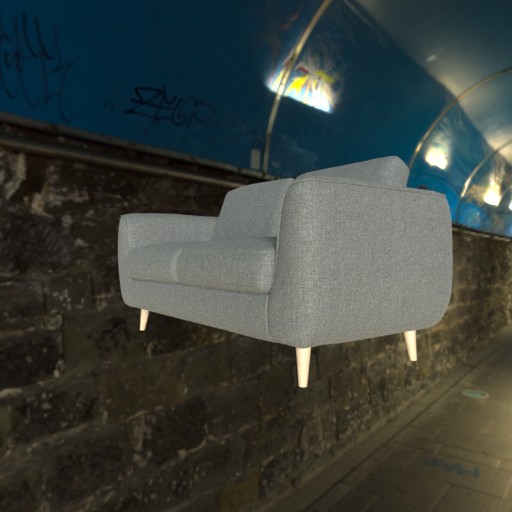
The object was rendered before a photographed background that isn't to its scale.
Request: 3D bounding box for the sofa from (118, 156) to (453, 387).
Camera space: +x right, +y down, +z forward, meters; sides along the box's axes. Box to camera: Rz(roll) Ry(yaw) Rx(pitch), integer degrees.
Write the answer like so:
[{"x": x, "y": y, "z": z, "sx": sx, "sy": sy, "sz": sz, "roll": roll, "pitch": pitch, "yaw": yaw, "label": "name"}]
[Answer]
[{"x": 0.000, "y": 0.000, "z": 2.228, "sx": 0.920, "sy": 0.870, "sz": 1.700, "roll": 0, "pitch": 0, "yaw": -36, "label": "sofa"}]
